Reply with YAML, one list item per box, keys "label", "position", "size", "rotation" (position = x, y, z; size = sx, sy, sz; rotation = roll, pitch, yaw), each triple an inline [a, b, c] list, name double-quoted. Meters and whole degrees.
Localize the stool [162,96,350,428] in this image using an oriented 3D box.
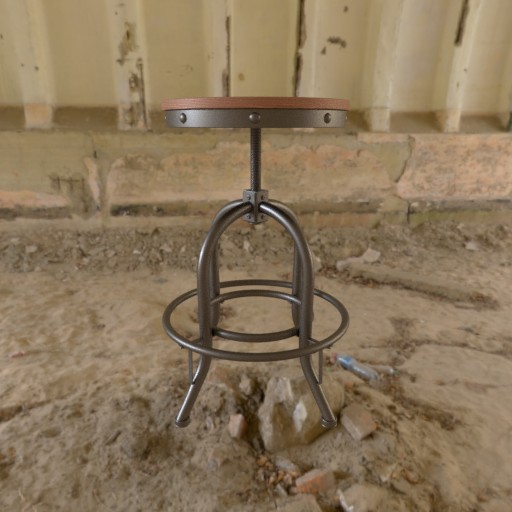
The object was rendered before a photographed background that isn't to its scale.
- label: "stool"
  position: [0.000, 0.000, 0.925]
  size: [0.439, 0.609, 0.439]
  rotation: [-16, 23, -42]
